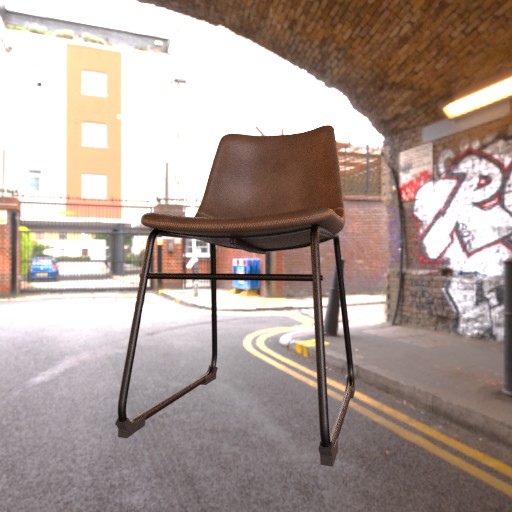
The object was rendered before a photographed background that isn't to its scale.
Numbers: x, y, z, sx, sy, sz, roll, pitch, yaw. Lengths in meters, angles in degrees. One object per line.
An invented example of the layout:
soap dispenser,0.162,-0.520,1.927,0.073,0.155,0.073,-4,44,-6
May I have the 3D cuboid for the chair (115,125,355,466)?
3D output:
chair,0.000,0.000,1.135,0.460,0.780,0.551,0,-1,17
